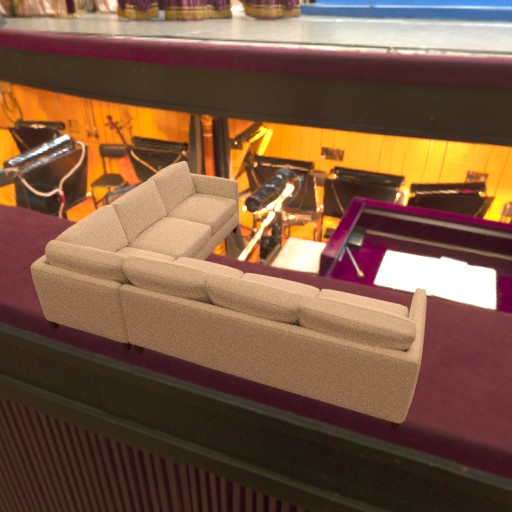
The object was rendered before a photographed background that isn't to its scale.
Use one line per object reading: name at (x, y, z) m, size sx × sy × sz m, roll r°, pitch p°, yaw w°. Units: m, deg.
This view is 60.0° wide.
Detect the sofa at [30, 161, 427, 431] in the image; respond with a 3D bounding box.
sofa at (0.000, 0.000, 4.497) m, size 3.302 × 0.947 × 2.593 m, roll 11°, pitch 33°, yaw 18°
